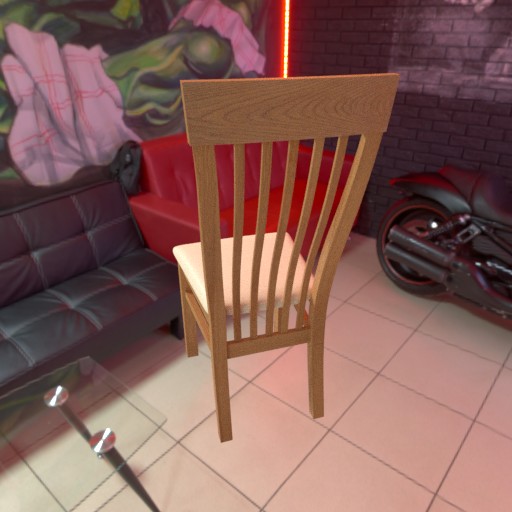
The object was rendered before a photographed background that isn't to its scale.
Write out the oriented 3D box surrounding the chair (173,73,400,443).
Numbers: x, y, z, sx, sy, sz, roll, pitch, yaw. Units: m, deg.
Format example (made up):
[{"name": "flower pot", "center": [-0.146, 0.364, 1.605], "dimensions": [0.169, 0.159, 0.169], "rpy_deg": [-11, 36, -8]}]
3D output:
[{"name": "chair", "center": [0.000, 0.000, 1.328], "dimensions": [0.450, 1.050, 0.580], "rpy_deg": [-8, 29, -15]}]
